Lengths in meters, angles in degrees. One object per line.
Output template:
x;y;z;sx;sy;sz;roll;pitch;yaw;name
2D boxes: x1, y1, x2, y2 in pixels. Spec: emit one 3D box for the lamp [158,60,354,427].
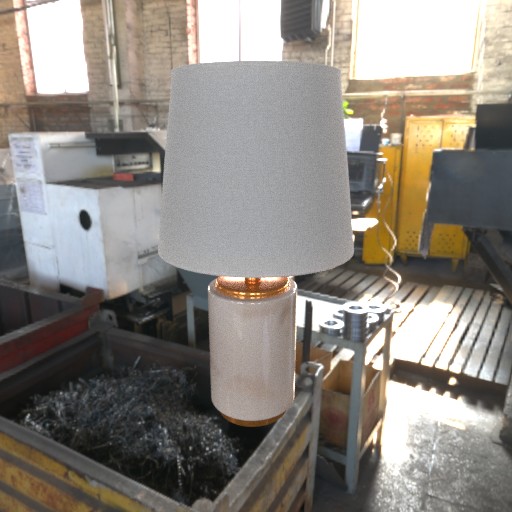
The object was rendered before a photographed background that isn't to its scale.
0.000;0.000;0.441;0.189;0.340;0.189;0;16;0;lamp
